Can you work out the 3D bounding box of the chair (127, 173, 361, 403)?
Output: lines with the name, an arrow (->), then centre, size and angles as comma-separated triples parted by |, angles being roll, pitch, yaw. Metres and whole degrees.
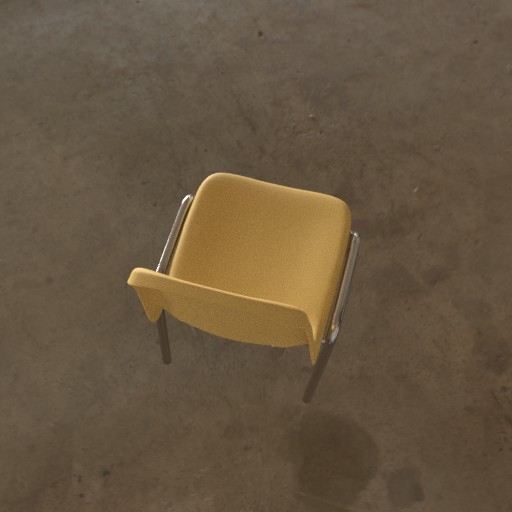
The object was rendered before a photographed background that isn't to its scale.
chair -> 0.000, 0.000, 0.780 | 0.354, 0.536, 0.385 | 14, 64, 7
